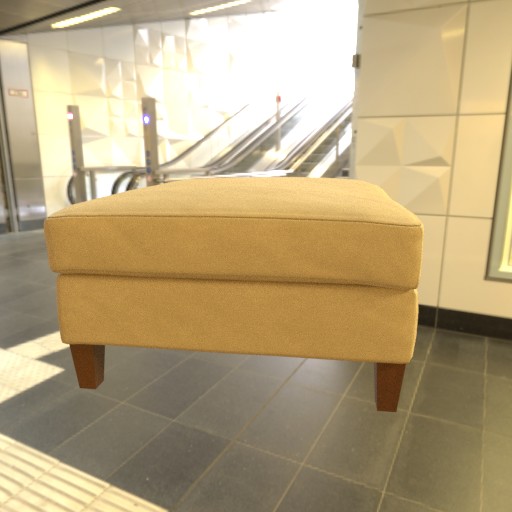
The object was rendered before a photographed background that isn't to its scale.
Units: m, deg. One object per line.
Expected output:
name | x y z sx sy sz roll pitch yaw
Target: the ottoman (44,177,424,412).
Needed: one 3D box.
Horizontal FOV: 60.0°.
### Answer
ottoman | 0.000 0.000 1.430 0.836 0.492 1.002 2 14 8
